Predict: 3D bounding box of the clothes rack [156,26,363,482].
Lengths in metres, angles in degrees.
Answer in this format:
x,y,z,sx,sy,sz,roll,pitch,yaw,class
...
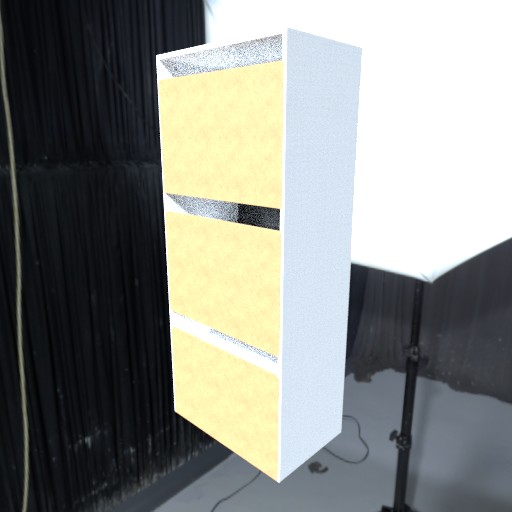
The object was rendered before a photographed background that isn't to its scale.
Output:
x,y,z,sx,sy,sz,roll,pitch,yaw,class
0.000,0.000,1.398,0.500,1.187,0.330,14,20,42,clothes rack
